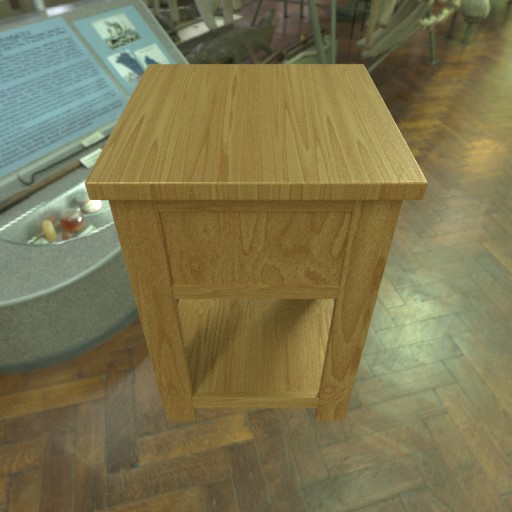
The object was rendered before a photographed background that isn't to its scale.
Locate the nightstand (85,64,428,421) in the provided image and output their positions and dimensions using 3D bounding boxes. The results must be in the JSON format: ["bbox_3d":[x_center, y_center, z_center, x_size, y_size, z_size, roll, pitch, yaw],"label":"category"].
[{"bbox_3d":[0.000,0.000,0.899,0.418,0.614,0.428,0,41,0],"label":"nightstand"}]
